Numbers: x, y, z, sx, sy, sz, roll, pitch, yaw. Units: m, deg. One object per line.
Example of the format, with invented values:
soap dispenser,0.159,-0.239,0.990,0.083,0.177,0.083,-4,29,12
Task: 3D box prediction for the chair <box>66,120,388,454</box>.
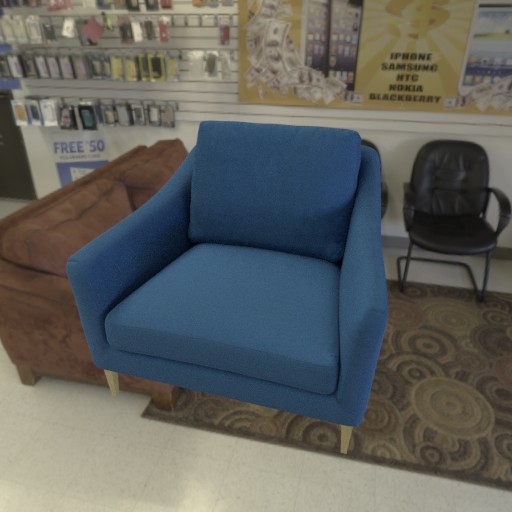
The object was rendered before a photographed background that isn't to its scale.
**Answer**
chair,0.000,0.000,1.716,0.987,0.899,0.961,8,30,15
